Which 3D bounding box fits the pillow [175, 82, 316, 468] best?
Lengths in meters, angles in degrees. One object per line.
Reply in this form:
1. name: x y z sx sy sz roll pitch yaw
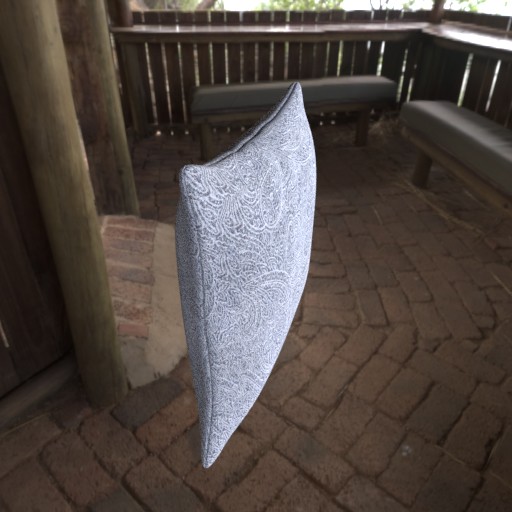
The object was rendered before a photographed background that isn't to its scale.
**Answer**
1. pillow: 0.000 0.000 0.795 0.166 0.510 0.523 9 32 15
